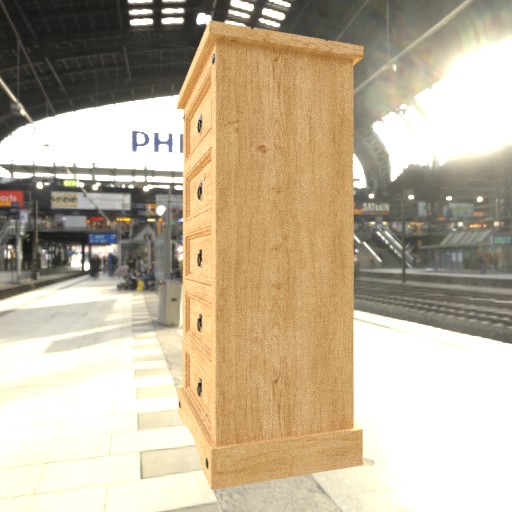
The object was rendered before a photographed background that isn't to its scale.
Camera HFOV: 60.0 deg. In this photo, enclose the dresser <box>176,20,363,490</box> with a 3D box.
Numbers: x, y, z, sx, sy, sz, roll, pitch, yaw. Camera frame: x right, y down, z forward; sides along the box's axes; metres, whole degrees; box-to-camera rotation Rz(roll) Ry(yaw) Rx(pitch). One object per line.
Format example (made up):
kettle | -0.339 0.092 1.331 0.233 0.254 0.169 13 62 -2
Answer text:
dresser | 0.000 0.000 1.291 0.390 1.041 0.531 0 0 -18
